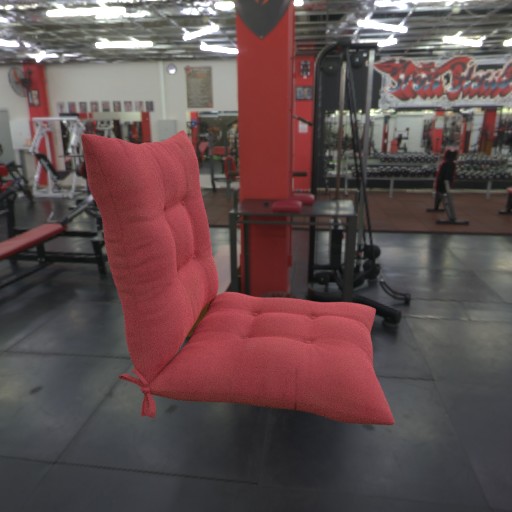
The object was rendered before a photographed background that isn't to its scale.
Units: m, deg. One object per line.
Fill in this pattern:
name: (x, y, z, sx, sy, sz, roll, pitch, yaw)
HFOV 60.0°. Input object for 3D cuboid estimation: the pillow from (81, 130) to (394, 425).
pillow: (0.000, 0.000, 0.988, 0.585, 0.536, 0.541, 3, 16, 10)
